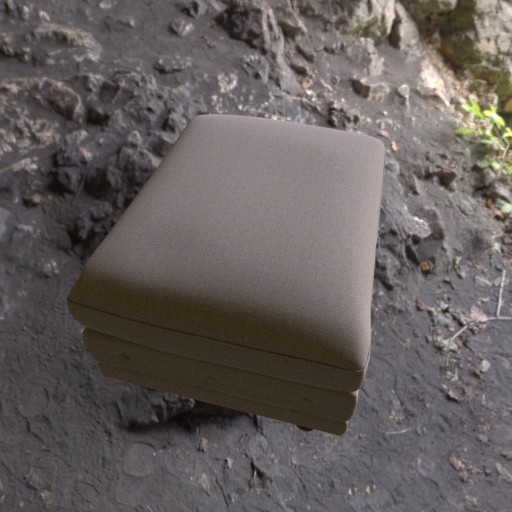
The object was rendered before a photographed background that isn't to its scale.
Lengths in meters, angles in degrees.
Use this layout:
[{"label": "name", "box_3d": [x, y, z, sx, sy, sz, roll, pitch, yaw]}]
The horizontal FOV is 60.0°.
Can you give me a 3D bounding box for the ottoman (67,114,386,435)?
[{"label": "ottoman", "box_3d": [0.000, 0.000, 1.051, 0.541, 0.463, 0.684, 11, 46, 11]}]
